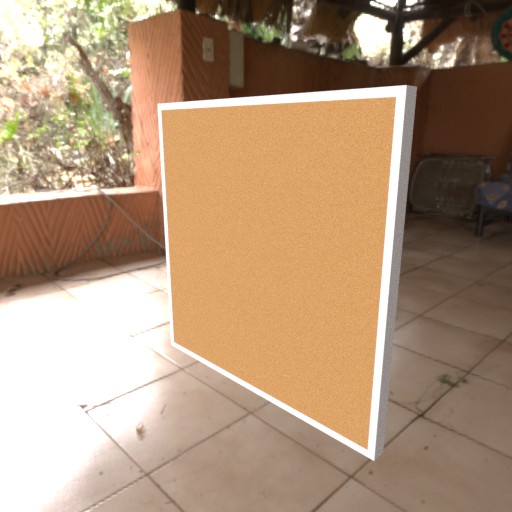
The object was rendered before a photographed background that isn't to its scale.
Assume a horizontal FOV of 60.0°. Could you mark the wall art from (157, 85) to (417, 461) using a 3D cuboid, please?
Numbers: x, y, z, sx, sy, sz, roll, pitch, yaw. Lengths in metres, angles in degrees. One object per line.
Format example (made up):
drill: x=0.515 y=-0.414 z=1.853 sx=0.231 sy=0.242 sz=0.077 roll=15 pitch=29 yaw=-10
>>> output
wall art: x=0.000 y=0.000 z=1.127 sx=0.038 sy=0.762 sz=0.762 roll=-15 pitch=22 yaw=-43
